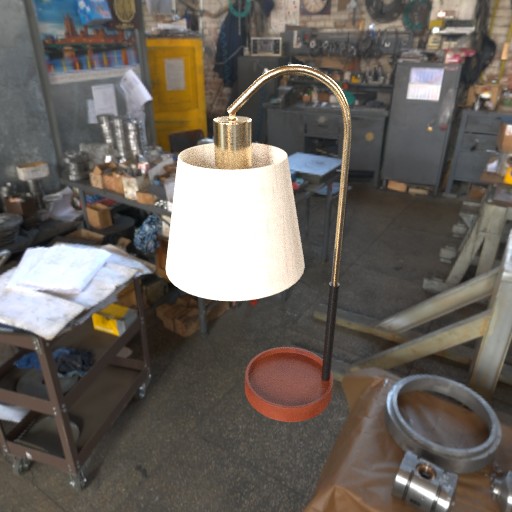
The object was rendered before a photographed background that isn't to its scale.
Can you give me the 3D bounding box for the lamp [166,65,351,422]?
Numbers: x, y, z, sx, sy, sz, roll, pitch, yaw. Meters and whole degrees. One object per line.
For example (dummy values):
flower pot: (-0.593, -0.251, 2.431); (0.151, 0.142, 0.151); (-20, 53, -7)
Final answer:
lamp: (0.000, 0.000, 0.675); (0.273, 0.536, 0.211); (-1, 27, -1)
